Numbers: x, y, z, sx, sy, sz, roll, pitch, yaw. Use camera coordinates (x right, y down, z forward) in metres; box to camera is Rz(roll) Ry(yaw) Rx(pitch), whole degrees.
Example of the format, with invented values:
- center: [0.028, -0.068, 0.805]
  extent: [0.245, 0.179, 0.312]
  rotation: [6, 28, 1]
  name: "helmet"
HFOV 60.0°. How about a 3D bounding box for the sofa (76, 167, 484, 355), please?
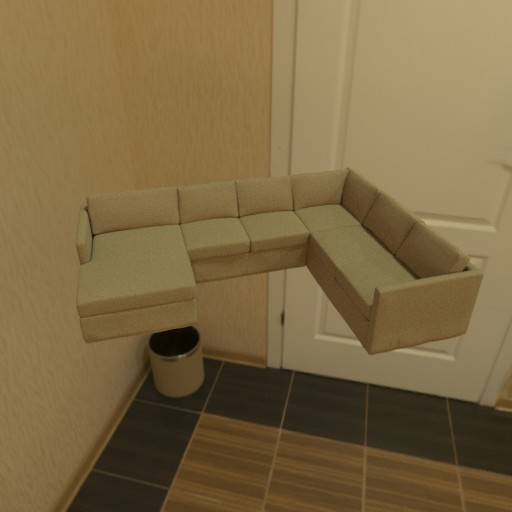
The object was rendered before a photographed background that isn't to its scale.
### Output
- center: [0.000, 0.000, 4.578]
  extent: [3.528, 0.878, 2.476]
  rotation: [-8, 33, -13]
  name: "sofa"
